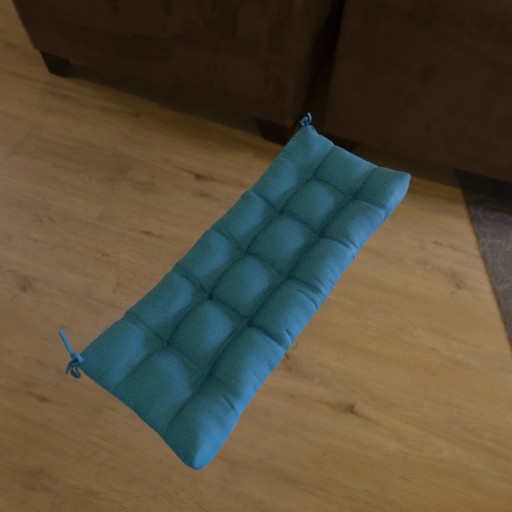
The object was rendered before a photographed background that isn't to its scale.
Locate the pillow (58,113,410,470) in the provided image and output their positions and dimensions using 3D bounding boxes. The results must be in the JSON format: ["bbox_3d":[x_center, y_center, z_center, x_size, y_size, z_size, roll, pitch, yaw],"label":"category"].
[{"bbox_3d":[0.000,0.000,1.366,0.511,0.174,1.194,33,64,18],"label":"pillow"}]
